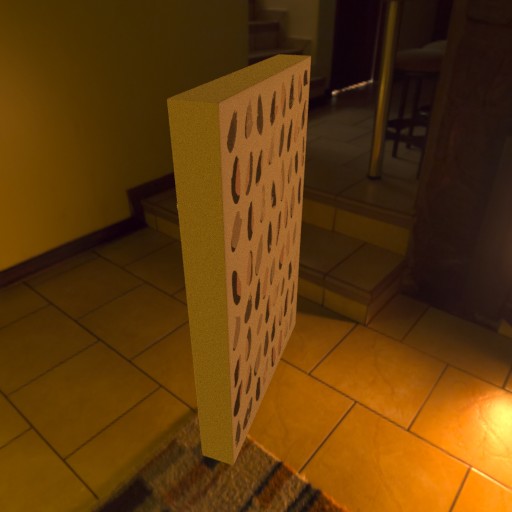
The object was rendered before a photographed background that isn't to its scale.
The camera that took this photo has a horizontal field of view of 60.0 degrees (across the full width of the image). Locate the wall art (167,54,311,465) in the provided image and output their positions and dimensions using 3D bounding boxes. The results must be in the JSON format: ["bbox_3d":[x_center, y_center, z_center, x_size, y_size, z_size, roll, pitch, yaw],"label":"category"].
[{"bbox_3d":[0.000,0.000,0.492,0.039,0.381,0.252,10,33,17],"label":"wall art"}]
